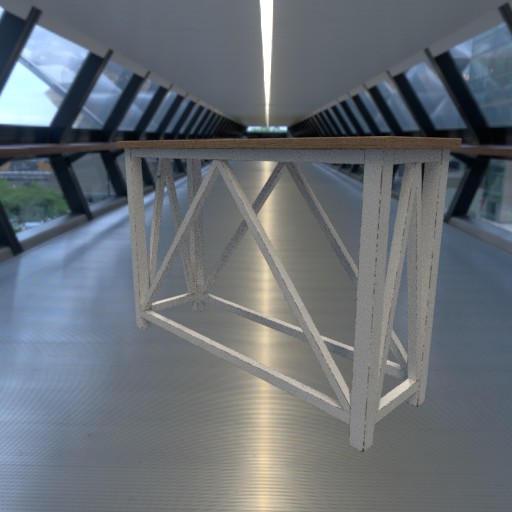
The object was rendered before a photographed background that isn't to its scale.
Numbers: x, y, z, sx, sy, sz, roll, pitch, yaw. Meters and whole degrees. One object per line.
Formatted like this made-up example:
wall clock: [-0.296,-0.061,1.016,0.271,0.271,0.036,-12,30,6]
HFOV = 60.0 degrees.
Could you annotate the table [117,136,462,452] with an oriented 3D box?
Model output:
table: [0.000,0.000,1.843,0.450,0.930,1.400,-13,19,-43]
